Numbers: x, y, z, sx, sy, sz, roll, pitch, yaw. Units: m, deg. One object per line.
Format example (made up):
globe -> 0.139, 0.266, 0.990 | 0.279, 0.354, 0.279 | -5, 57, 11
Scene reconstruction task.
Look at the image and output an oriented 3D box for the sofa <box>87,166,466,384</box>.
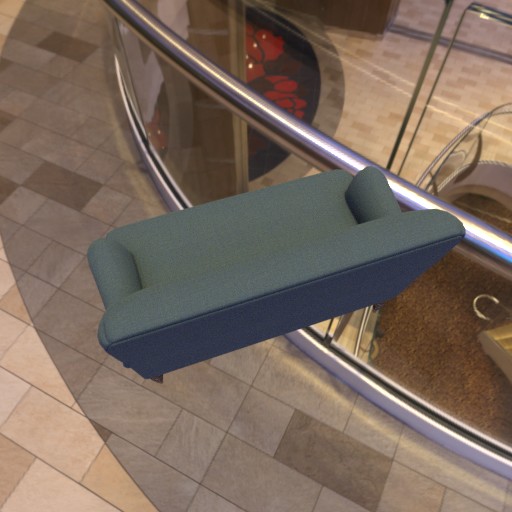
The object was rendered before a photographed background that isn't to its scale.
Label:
sofa -> 0.000, 0.000, 1.858 | 1.297, 0.889, 0.779 | -16, 59, -10
